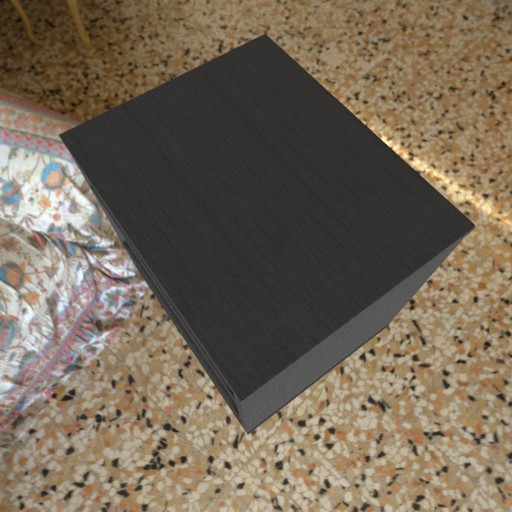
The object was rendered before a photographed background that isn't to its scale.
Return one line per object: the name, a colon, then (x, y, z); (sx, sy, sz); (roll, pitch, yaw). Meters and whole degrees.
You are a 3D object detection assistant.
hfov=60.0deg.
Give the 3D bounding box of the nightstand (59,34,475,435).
nightstand: (0.000, 0.000, 0.764); (0.347, 0.448, 0.427); (-33, 68, -15)
